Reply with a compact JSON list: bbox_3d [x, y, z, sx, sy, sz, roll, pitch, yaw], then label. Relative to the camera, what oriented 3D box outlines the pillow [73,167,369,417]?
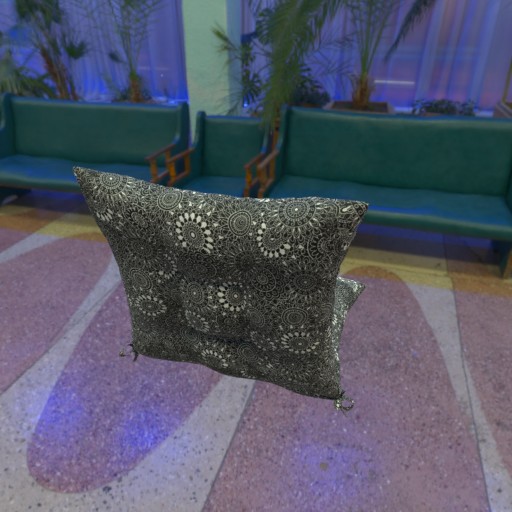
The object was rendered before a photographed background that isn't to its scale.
[{"bbox_3d":[0.000,0.000,1.031,0.541,0.536,0.585,9,31,16],"label":"pillow"}]
